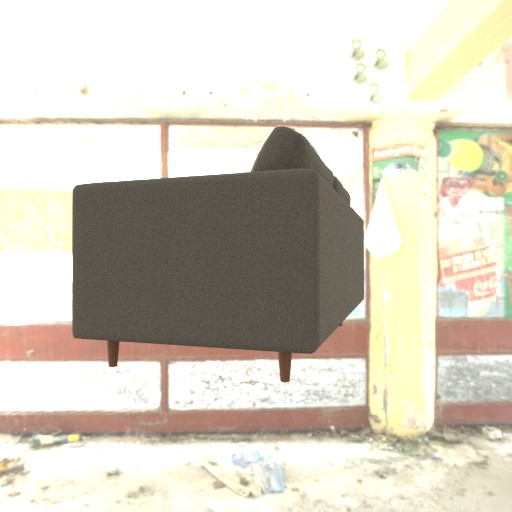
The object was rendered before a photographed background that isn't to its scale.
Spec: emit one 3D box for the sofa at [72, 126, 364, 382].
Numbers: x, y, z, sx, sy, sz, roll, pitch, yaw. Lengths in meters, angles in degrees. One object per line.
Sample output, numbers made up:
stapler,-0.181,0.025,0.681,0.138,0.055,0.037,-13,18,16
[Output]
sofa,0.000,0.000,2.248,0.940,0.866,1.713,0,-1,18
